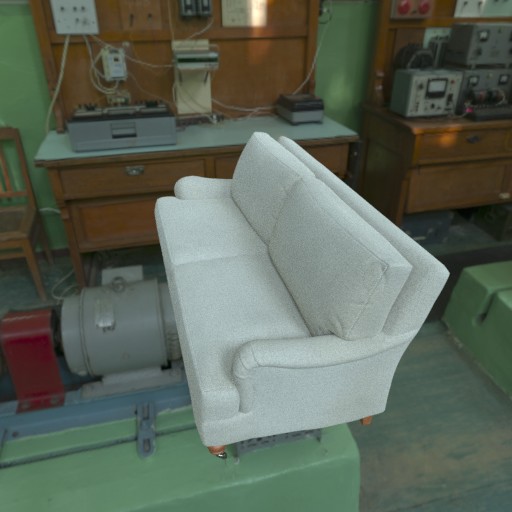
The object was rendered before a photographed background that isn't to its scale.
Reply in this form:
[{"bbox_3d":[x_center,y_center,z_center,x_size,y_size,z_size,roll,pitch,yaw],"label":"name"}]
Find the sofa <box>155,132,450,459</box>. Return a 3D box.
[{"bbox_3d":[0.000,0.000,2.700,1.091,0.997,2.070,-8,32,-13],"label":"sofa"}]
